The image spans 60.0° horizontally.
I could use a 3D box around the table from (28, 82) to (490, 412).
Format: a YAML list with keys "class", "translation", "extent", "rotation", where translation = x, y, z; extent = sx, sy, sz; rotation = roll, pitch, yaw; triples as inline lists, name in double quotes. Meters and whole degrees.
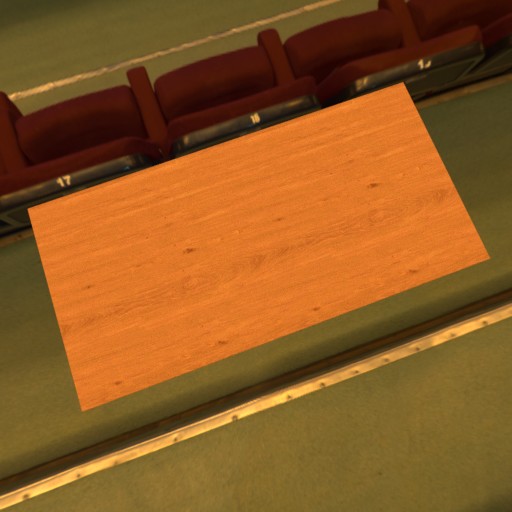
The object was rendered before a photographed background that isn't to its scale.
- class: "table"
  translation: [0.000, 0.000, 1.177]
  extent: [0.899, 0.452, 0.450]
  rotation: [-20, 78, -4]
